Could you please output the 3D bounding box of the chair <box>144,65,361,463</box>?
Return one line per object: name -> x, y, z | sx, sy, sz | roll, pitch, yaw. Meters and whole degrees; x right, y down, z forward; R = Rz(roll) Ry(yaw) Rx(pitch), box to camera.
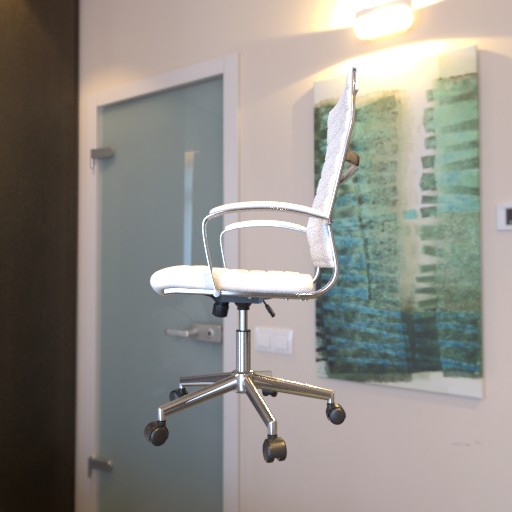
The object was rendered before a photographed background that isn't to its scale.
chair -> 0.000, 0.000, 1.544 | 0.679, 1.149, 0.679 | 0, -1, 1
